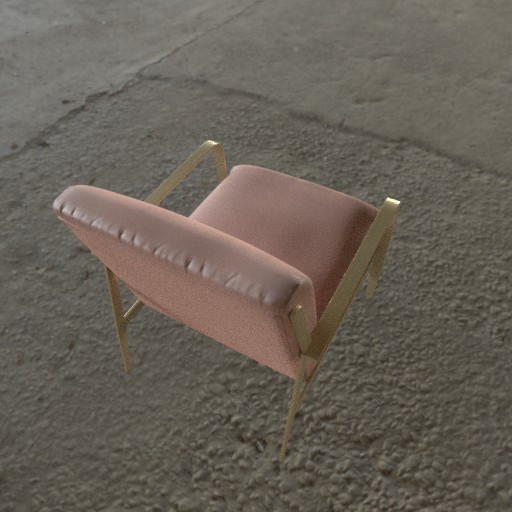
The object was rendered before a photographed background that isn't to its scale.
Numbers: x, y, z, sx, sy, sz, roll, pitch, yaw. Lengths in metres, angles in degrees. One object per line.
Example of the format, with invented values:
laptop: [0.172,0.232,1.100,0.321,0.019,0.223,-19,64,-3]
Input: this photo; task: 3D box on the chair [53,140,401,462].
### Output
chair: [0.000,0.000,1.433,0.701,0.823,0.848,22,50,20]
